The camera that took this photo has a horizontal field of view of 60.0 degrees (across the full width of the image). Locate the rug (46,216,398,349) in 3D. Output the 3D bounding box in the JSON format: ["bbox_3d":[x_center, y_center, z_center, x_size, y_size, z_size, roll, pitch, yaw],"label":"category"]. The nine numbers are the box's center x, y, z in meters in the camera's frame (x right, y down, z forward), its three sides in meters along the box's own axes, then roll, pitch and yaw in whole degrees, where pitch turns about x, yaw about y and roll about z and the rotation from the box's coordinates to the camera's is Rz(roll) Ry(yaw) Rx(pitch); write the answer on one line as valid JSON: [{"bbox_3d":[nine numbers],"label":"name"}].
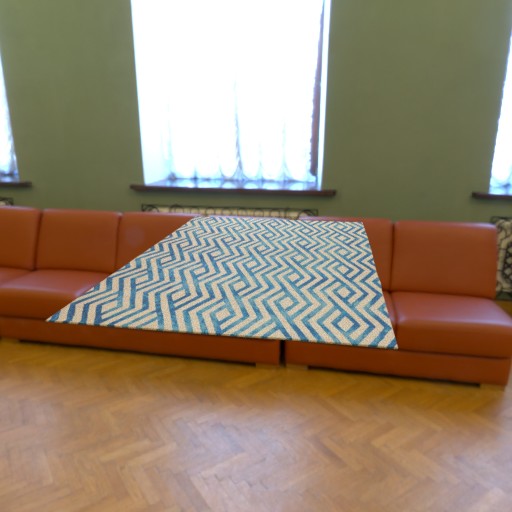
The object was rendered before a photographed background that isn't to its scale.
[{"bbox_3d":[0.000,0.000,2.356,1.225,0.008,1.830,3,17,9],"label":"rug"}]
